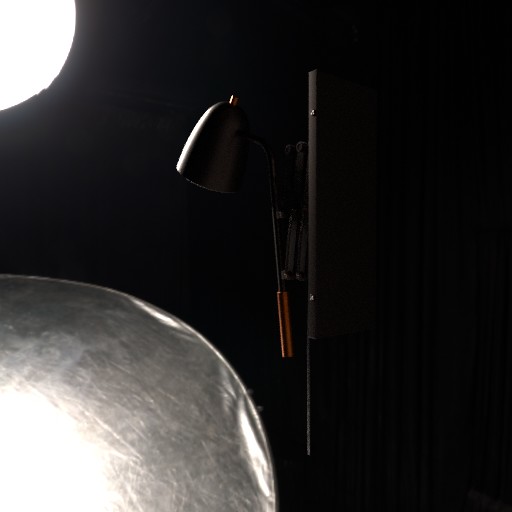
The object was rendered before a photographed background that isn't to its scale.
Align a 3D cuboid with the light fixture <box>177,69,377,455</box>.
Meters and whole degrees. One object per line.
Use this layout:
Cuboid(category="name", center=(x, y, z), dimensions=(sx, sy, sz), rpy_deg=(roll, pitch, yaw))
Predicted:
Cuboid(category="light fixture", center=(0.000, 0.000, 0.938), dimensions=(0.162, 0.715, 0.499), rpy_deg=(-1, 2, -38))
